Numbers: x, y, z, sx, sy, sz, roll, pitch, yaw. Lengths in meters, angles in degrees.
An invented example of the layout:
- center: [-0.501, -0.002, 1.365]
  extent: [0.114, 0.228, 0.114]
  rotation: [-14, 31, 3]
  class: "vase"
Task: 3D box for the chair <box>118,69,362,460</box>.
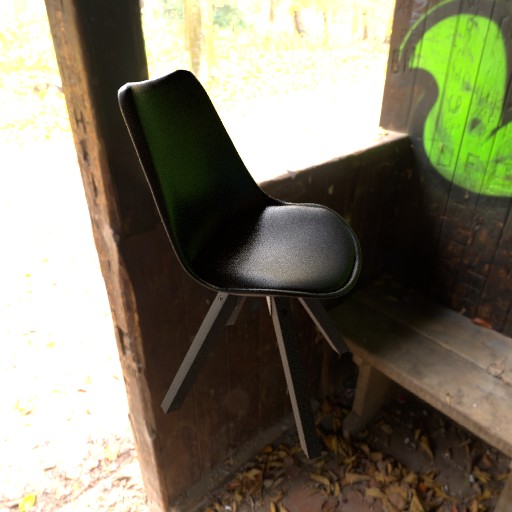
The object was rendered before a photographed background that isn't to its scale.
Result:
- center: [0.000, 0.000, 1.146]
  extent: [0.530, 0.850, 0.485]
  rotation: [11, 32, 17]
  class: "chair"
